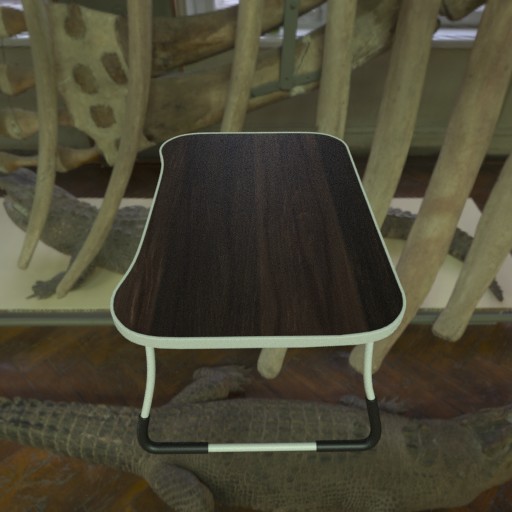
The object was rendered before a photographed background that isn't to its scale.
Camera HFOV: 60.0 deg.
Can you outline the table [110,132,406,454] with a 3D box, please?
[{"bbox_3d":[0.000,0.000,0.849,0.400,0.232,0.660,-1,40,-1],"label":"table"}]
